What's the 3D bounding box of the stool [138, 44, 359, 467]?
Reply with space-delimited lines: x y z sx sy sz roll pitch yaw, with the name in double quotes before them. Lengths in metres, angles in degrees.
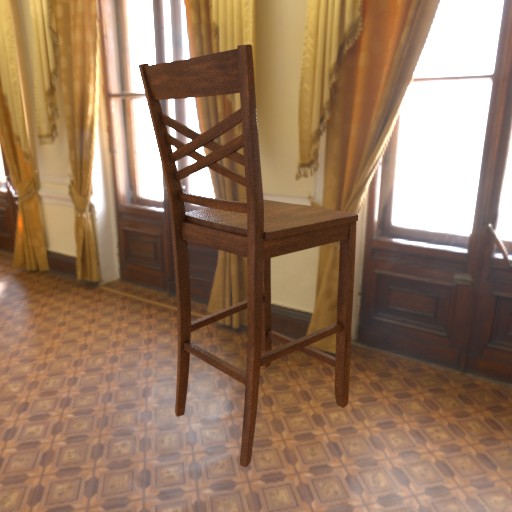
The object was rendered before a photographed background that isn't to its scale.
"stool" 0.000 0.000 1.371 0.504 1.098 0.426 -15 22 -42
